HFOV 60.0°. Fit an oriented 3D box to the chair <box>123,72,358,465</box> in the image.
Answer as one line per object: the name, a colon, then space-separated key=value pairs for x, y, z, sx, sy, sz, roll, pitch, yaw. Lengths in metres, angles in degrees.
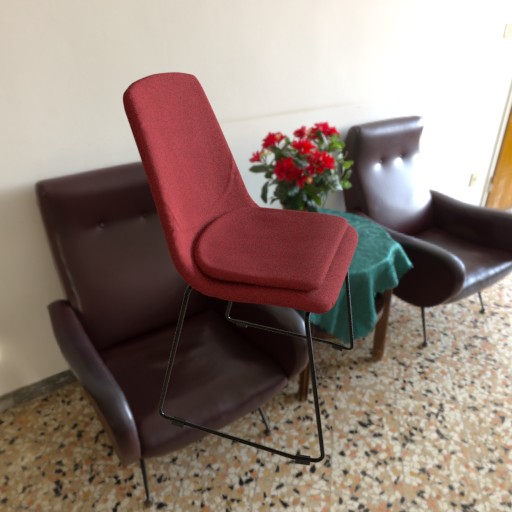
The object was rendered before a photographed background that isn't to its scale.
chair: x=0.000 y=0.000 z=1.148 sx=0.518 sy=0.858 sz=0.479 roll=10 pitch=30 yaw=18
